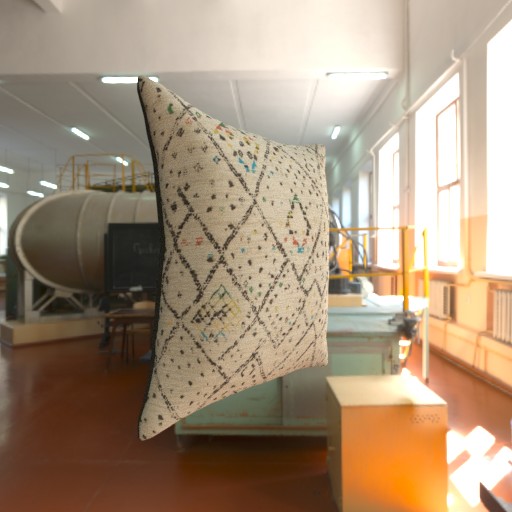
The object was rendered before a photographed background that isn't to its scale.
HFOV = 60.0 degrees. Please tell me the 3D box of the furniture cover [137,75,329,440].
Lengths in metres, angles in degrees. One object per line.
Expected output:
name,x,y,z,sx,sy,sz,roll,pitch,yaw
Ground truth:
furniture cover,0.000,0.000,0.796,0.180,0.498,0.525,0,0,37
